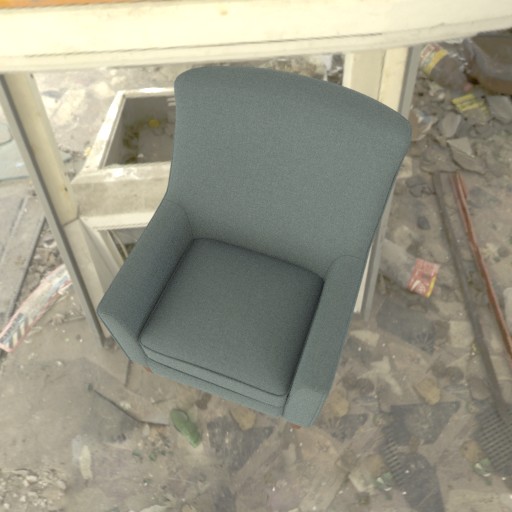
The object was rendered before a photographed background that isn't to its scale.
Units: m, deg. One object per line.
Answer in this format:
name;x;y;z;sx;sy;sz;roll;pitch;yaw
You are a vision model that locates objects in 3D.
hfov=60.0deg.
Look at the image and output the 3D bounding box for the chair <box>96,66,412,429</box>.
chair;0.000;0.000;1.571;0.756;0.916;0.879;17;59;11
